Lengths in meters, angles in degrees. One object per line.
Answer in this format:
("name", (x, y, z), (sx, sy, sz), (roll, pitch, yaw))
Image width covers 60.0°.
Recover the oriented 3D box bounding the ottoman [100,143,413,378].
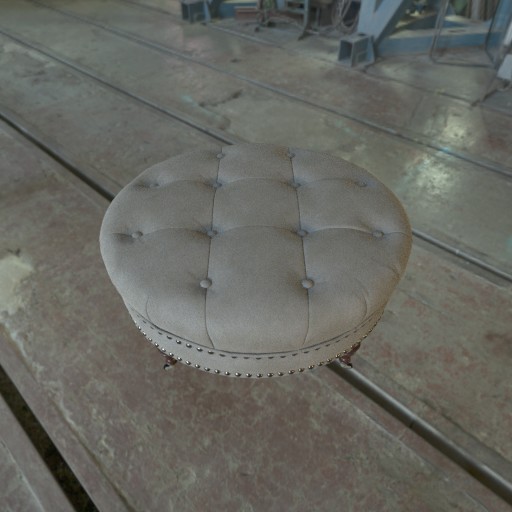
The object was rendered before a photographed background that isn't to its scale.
("ottoman", (0.000, 0.000, 1.418), (0.901, 0.439, 0.901), (0, 41, 0))
